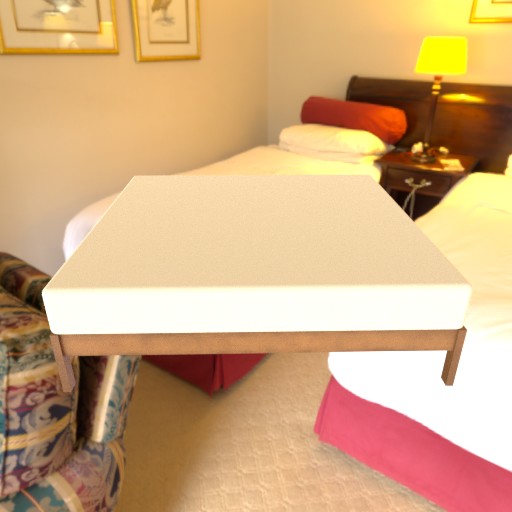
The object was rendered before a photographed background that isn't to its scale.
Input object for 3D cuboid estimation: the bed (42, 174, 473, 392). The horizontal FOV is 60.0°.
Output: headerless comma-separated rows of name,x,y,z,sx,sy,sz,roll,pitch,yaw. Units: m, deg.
bed,0.000,0.000,3.058,2.049,0.616,1.930,-1,26,-1
